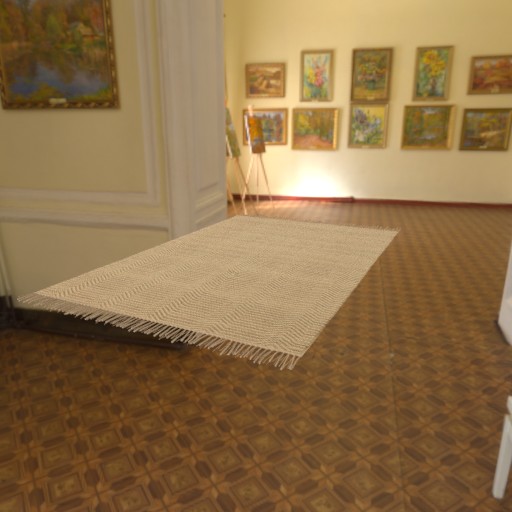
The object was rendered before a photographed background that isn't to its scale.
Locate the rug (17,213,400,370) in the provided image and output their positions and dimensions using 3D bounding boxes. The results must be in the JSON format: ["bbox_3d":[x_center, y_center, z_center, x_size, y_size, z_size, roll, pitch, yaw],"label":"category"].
[{"bbox_3d":[0.000,0.000,2.428,1.224,0.027,2.021,8,19,25],"label":"rug"}]
